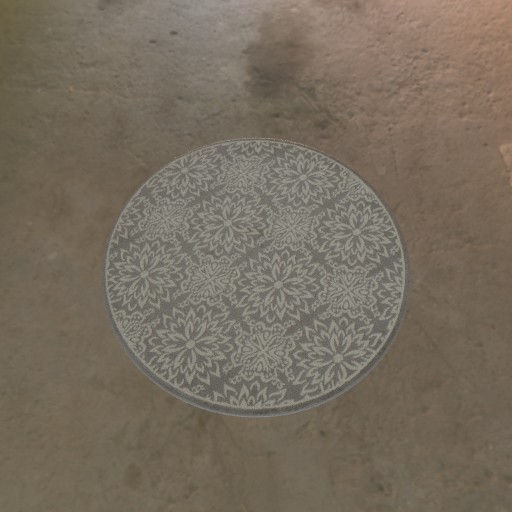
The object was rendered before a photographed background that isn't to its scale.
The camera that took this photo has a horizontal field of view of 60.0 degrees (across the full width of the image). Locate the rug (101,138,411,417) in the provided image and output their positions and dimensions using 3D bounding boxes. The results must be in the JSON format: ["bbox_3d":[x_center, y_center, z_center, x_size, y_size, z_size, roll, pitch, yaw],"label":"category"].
[{"bbox_3d":[0.000,0.000,2.312,1.593,0.012,1.593,0,63,0],"label":"rug"}]
